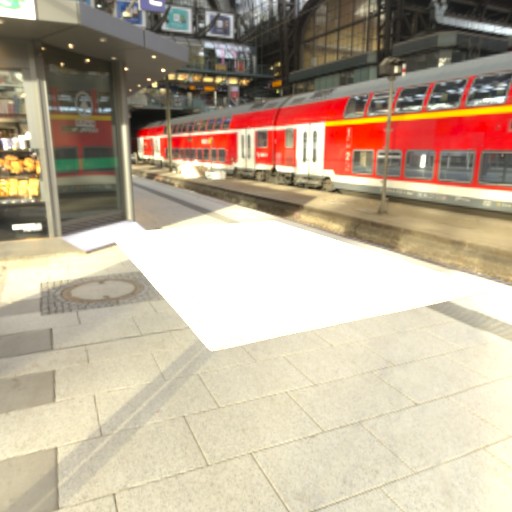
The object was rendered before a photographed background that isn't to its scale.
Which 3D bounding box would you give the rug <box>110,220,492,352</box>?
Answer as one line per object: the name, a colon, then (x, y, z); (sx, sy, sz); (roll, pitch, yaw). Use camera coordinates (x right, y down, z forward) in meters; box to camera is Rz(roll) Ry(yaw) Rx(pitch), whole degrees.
rug: (0.000, 0.000, 3.426); (1.778, 0.030, 2.743); (-7, 16, -25)
